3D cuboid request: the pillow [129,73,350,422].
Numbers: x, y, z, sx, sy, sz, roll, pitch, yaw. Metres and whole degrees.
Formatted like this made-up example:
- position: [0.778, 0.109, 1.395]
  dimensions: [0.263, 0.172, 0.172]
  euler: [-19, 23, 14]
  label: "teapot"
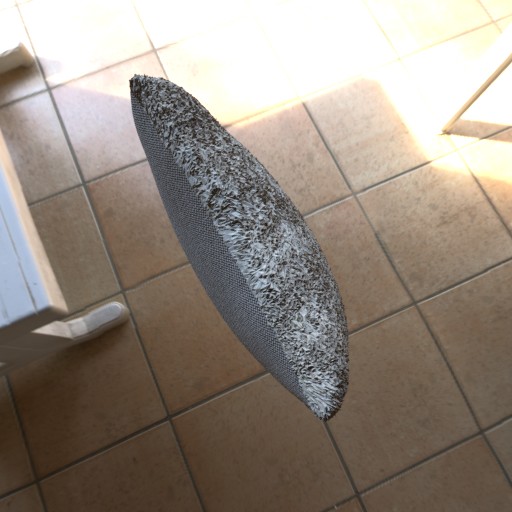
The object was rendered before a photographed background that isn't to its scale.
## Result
- position: [0.000, 0.000, 0.796]
  dimensions: [0.218, 0.515, 0.529]
  euler: [-29, 77, -8]
  label: "pillow"
